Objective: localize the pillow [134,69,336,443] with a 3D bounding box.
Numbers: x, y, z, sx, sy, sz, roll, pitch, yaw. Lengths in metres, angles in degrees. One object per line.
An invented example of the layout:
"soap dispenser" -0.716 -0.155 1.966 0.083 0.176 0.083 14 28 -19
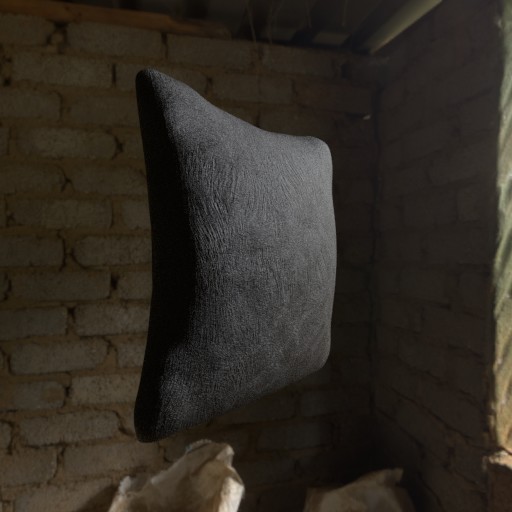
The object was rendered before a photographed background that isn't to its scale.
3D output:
"pillow" 0.000 0.000 0.809 0.210 0.523 0.533 0 1 36
